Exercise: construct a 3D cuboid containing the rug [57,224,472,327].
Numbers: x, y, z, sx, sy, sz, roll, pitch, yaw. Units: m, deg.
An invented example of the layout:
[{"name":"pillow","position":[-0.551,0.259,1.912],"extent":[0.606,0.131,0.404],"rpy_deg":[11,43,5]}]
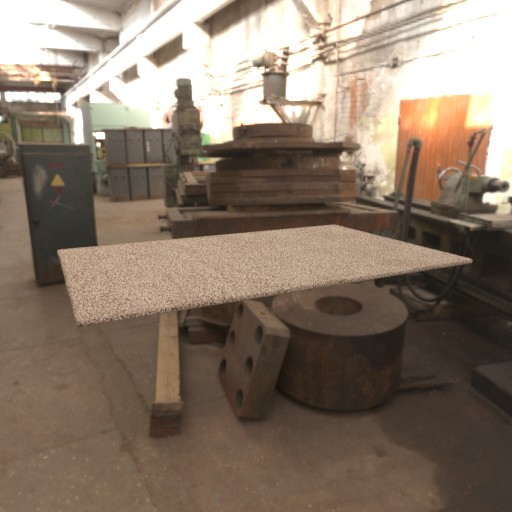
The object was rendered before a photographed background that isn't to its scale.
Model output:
[{"name":"rug","position":[0.000,0.000,3.048],"extent":[2.438,0.030,1.524],"rpy_deg":[-7,15,-26]}]
